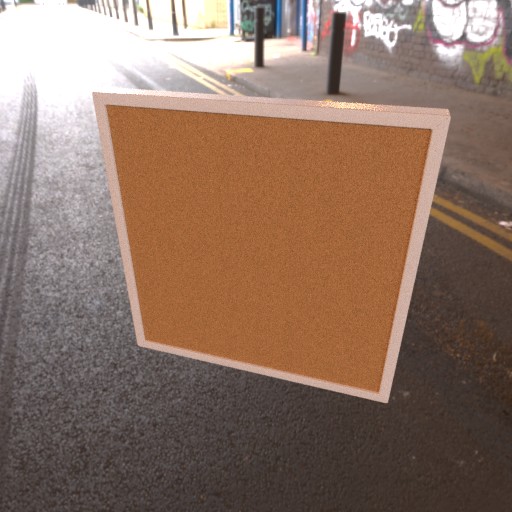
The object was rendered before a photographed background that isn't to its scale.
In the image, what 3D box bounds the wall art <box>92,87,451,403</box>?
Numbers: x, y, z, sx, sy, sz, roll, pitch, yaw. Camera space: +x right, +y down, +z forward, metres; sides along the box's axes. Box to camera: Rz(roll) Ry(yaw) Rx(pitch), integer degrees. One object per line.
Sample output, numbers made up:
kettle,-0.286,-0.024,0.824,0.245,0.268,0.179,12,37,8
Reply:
wall art,0.000,0.000,0.748,0.508,0.508,0.038,9,32,15
